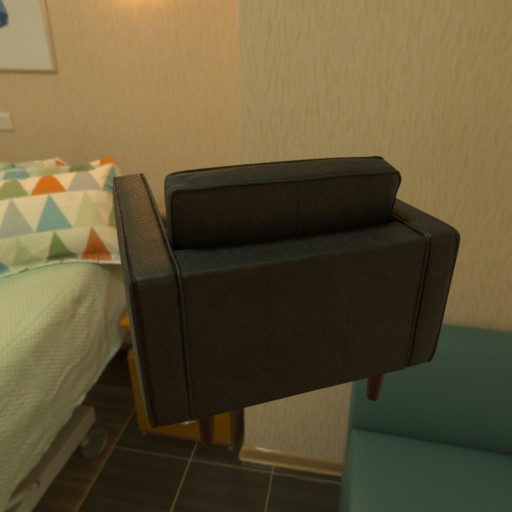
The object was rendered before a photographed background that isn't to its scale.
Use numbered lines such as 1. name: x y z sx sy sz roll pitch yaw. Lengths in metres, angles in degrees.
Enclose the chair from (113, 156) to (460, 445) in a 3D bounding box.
1. chair: 0.000 0.000 1.527 0.889 0.763 0.914 -8 27 -16
